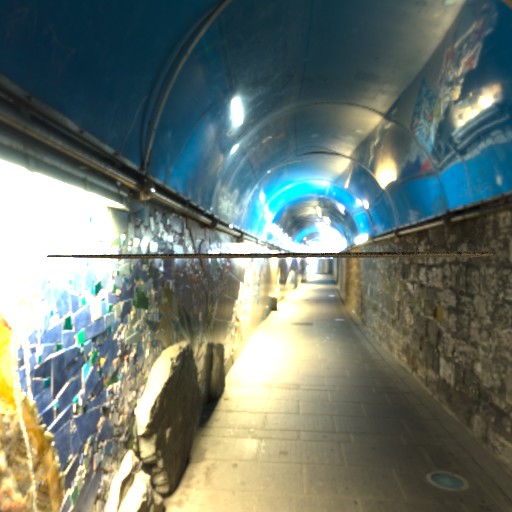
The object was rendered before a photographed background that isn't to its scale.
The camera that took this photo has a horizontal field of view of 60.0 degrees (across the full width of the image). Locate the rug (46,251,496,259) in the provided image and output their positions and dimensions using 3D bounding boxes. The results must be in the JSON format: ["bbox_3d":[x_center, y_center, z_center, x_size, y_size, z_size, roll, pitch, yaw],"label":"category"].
[{"bbox_3d":[0.000,0.000,2.491,2.292,0.015,0.688,0,-1,18],"label":"rug"}]
